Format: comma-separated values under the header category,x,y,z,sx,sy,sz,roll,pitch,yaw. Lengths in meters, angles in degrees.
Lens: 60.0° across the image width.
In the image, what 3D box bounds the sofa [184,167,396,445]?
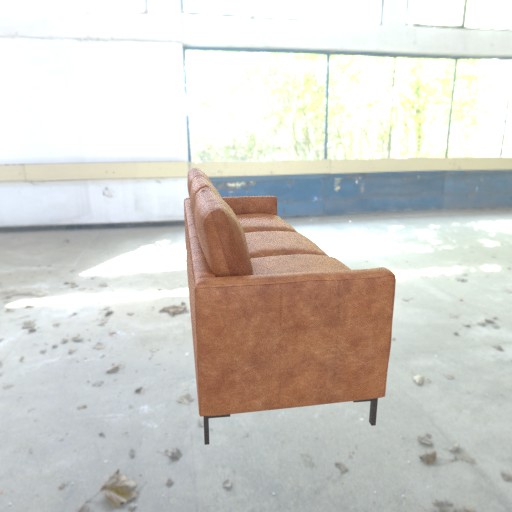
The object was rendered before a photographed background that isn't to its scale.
category,x,y,z,sx,sy,sz,roll,pitch,yaw
sofa,0.000,0.000,2.470,0.748,0.863,2.029,-3,16,-10
